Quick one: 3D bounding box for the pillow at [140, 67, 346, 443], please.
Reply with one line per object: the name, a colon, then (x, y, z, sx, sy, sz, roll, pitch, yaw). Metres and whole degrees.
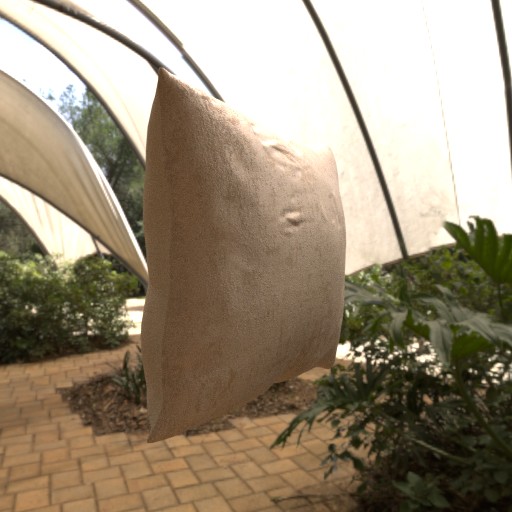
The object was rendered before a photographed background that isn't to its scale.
pillow: (0.000, 0.000, 0.710, 0.245, 0.448, 0.450, -1, -1, 37)
